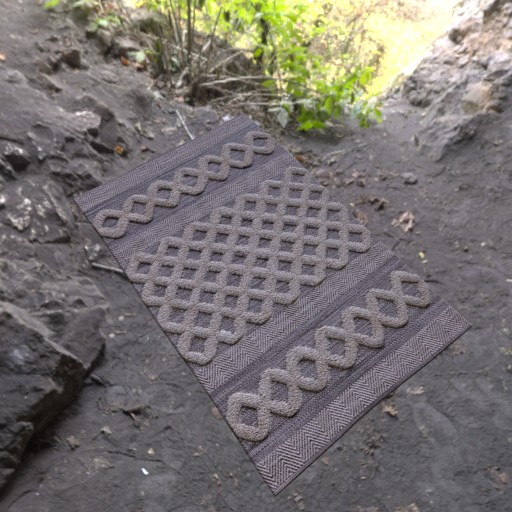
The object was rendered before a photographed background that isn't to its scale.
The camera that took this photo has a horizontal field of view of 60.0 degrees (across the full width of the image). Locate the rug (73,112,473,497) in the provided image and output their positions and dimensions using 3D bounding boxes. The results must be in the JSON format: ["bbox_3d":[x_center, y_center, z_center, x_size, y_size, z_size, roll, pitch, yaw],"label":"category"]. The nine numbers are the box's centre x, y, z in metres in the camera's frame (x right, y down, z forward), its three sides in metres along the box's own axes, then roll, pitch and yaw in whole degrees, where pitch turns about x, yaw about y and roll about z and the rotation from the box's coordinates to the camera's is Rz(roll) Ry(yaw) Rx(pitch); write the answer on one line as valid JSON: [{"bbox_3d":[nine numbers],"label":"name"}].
[{"bbox_3d":[0.000,0.000,2.897,1.513,0.033,2.333,-33,64,-18],"label":"rug"}]
